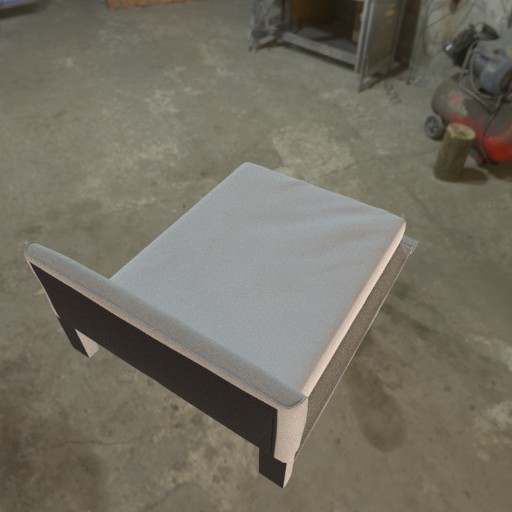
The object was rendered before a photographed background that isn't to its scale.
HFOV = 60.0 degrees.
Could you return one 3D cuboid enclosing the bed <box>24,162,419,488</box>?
[{"bbox_3d":[0.000,0.000,3.484,1.980,1.126,2.498,25,51,22],"label":"bed"}]
